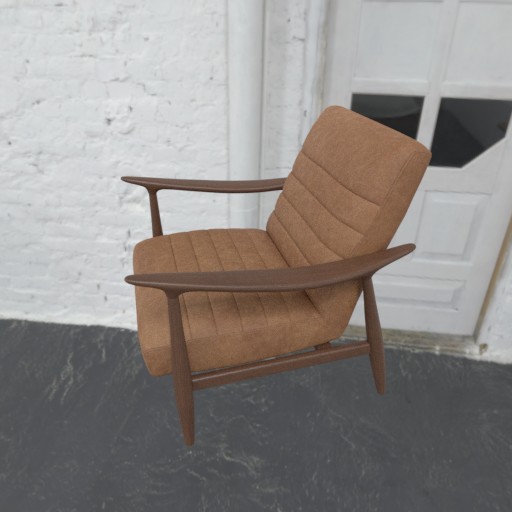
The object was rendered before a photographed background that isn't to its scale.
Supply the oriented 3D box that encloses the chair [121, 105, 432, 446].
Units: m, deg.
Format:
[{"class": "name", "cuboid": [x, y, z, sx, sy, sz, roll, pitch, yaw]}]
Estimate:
[{"class": "chair", "cuboid": [0.000, 0.000, 1.456, 0.798, 0.832, 0.741, -8, 31, -13]}]
